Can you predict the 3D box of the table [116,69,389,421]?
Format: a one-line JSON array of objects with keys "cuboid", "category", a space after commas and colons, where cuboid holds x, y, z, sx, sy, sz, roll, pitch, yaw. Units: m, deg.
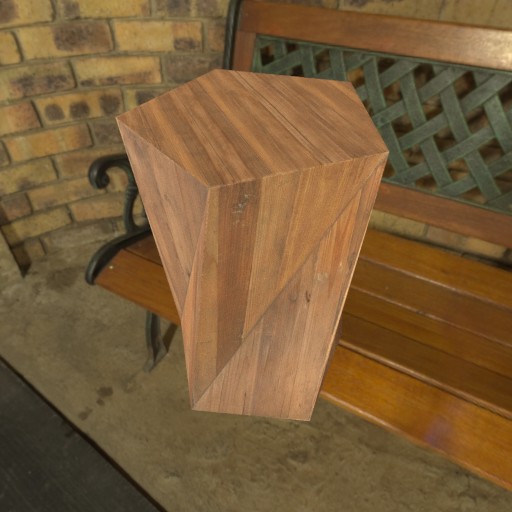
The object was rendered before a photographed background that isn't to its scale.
[{"cuboid": [0.000, 0.000, 0.904, 0.441, 0.604, 0.425, -1, 42, -1], "category": "table"}]
